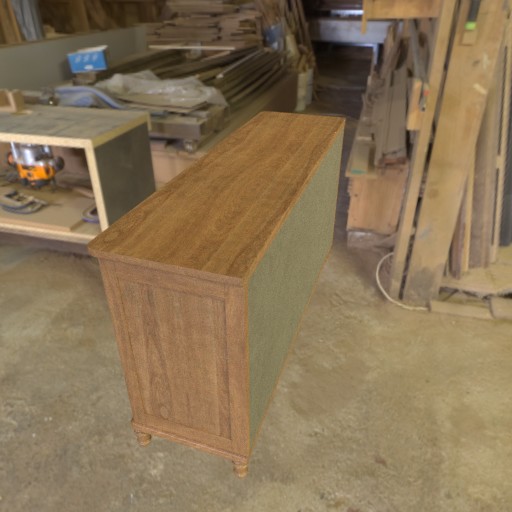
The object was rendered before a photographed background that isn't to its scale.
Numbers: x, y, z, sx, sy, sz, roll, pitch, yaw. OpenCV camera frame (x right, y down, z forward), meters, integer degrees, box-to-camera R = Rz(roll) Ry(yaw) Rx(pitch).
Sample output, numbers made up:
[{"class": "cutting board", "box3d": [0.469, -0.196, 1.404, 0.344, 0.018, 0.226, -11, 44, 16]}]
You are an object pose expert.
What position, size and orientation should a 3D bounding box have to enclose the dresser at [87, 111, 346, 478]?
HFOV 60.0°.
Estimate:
[{"class": "dresser", "box3d": [0.000, 0.000, 2.018, 0.468, 0.892, 1.583, 10, 33, 16]}]
